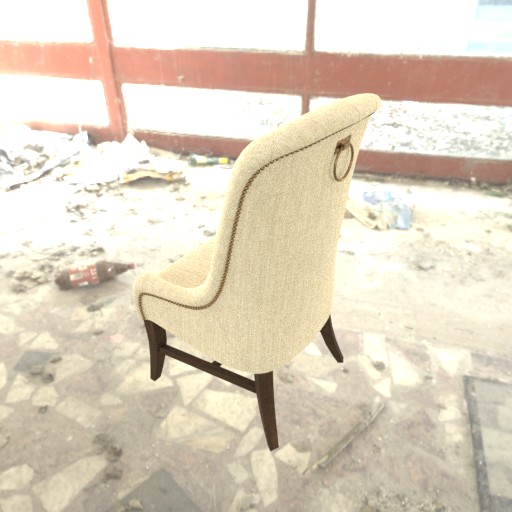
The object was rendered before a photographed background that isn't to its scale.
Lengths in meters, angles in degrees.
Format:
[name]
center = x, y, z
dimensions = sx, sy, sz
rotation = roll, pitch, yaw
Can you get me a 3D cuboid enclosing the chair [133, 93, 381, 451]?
[chair]
center = 0.000, 0.000, 1.513
dimensions = 0.629, 1.091, 0.634
rotation = 21, 38, 30
